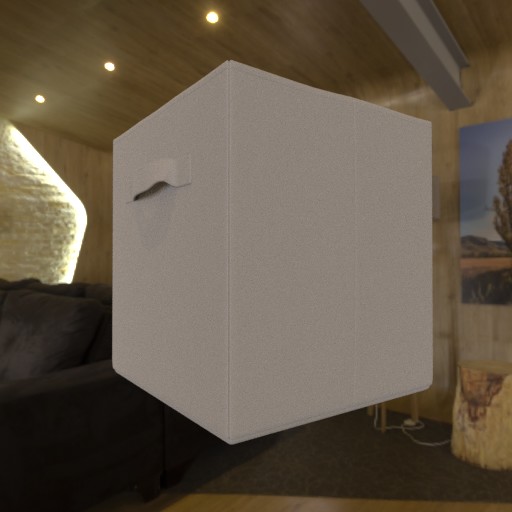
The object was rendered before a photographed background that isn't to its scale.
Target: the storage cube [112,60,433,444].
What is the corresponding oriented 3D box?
[{"bbox_3d":[0.000,0.000,0.493,0.270,0.280,0.270,0,-1,-35],"label":"storage cube"}]
